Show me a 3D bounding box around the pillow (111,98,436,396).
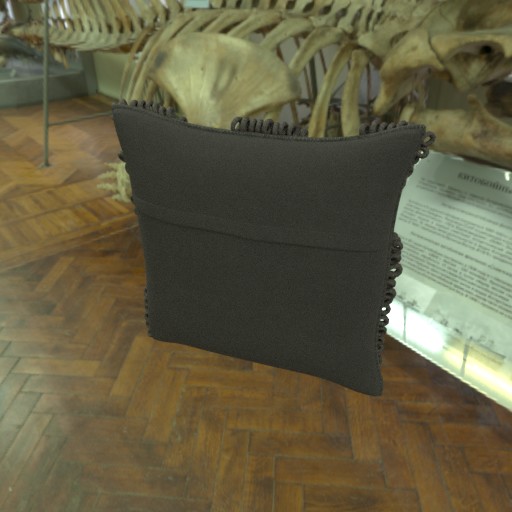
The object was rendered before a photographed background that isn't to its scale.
[{"bbox_3d":[0.000,0.000,0.724,0.470,0.467,0.172,10,33,16],"label":"pillow"}]
